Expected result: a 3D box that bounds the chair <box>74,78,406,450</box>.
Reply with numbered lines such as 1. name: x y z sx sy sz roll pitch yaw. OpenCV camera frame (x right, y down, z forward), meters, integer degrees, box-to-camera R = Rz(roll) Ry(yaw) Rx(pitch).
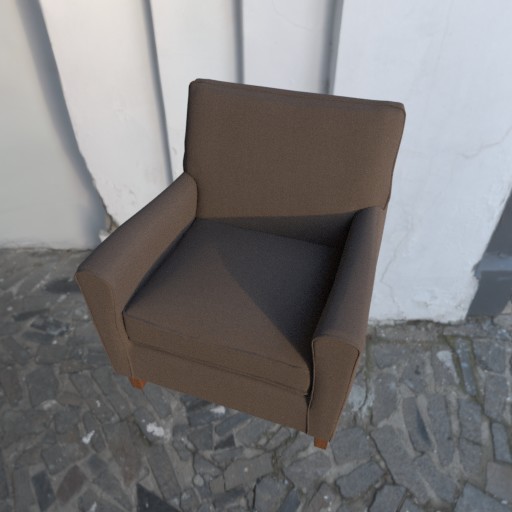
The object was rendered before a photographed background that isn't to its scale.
1. chair: 0.000 0.000 1.566 0.836 0.911 0.831 13 42 15
